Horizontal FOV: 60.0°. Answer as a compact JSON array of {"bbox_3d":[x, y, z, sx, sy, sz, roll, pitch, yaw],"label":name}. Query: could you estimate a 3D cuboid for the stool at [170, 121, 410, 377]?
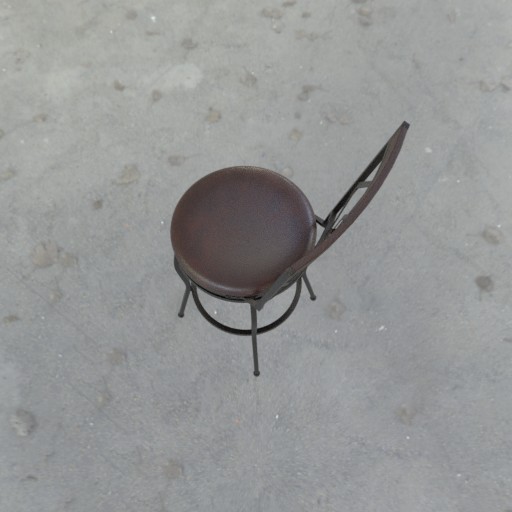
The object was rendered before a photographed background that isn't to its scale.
[{"bbox_3d":[0.000,0.000,1.387,0.521,1.134,0.432,35,69,15],"label":"stool"}]
